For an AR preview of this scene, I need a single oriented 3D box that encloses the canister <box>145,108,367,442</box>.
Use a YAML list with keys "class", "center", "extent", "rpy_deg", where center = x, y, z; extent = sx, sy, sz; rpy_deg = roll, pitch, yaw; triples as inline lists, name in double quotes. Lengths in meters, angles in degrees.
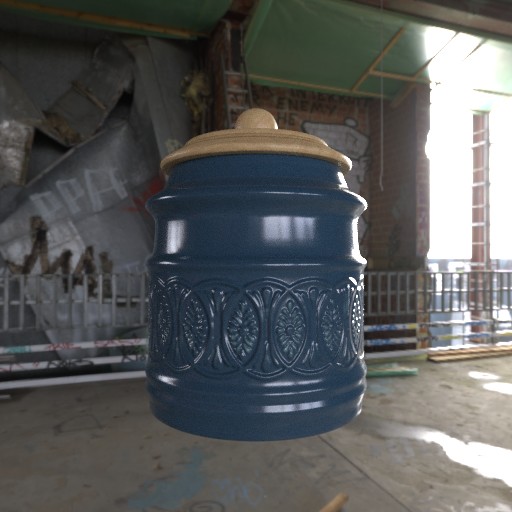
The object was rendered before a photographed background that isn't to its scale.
- class: "canister"
  center: [0.000, 0.000, 0.267]
  extent: [0.130, 0.176, 0.130]
  rpy_deg: [0, 0, 0]
